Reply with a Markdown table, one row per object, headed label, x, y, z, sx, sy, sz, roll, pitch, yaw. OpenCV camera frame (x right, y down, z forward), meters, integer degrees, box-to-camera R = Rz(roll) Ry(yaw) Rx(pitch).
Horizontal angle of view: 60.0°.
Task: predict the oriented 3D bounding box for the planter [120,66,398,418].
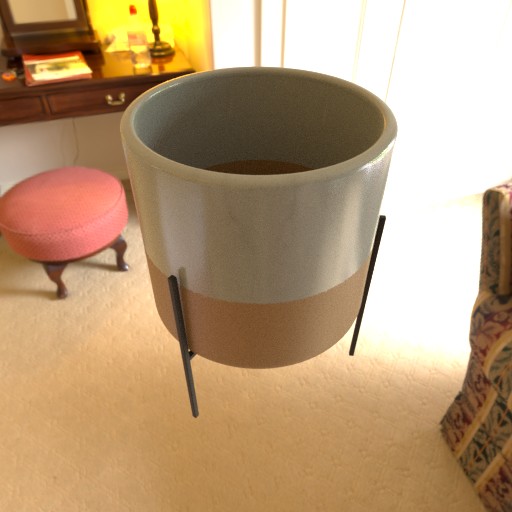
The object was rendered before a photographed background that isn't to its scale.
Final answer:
| label | x | y | z | sx | sy | sz | roll | pitch | yaw |
| --- | --- | --- | --- | --- | --- | --- | --- | --- | --- |
| planter | 0.000 | 0.000 | 0.712 | 0.348 | 0.480 | 0.360 | 25 | 47 | 26 |
